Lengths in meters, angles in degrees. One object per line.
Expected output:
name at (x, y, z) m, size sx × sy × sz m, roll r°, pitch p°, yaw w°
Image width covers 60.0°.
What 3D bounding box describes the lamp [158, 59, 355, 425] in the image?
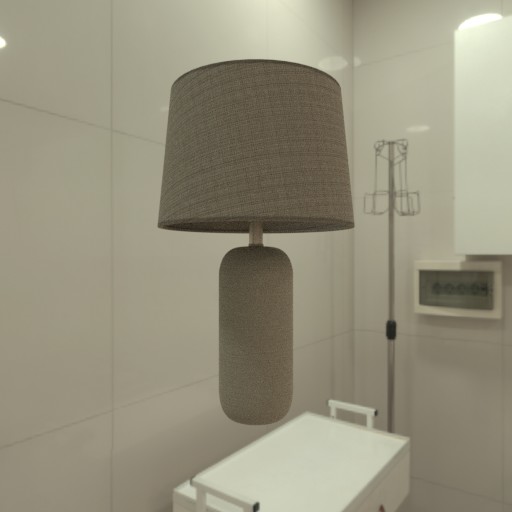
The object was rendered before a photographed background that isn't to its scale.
lamp at (0.000, 0.000, 0.844) m, size 0.367 × 0.609 × 0.367 m, roll 0°, pitch 0°, yaw 0°
